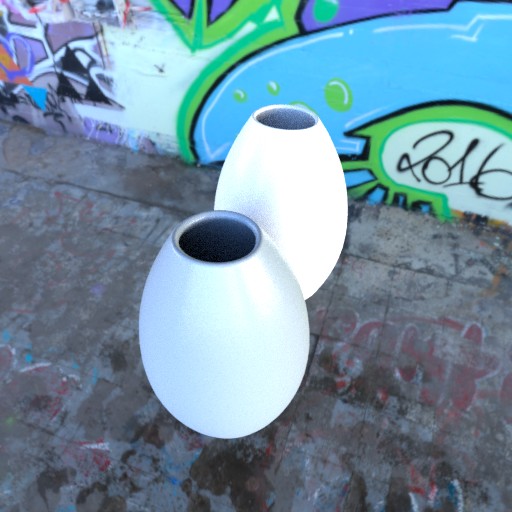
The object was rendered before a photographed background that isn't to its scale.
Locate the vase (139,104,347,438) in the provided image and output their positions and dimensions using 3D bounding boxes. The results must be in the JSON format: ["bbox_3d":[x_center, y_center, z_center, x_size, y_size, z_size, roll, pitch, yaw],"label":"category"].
[{"bbox_3d":[0.000,0.000,0.258,0.089,0.131,0.187,15,49,13],"label":"vase"}]
